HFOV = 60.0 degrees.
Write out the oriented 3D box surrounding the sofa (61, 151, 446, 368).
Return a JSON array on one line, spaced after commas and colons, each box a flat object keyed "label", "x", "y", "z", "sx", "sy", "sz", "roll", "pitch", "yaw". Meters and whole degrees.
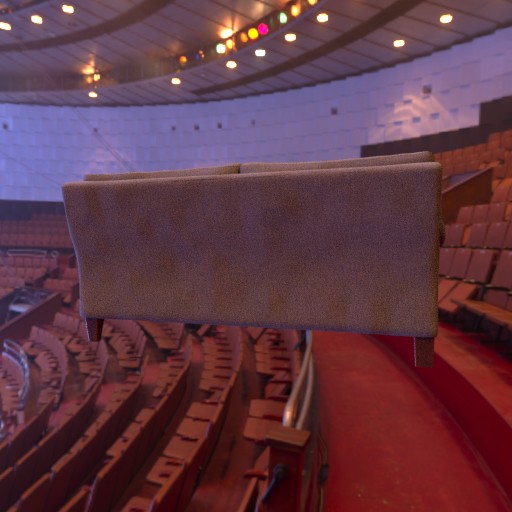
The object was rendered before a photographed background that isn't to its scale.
[{"label": "sofa", "x": 0.000, "y": 0.000, "z": 2.840, "sx": 2.193, "sy": 1.096, "sz": 1.069, "roll": 0, "pitch": 1, "yaw": 18}]
